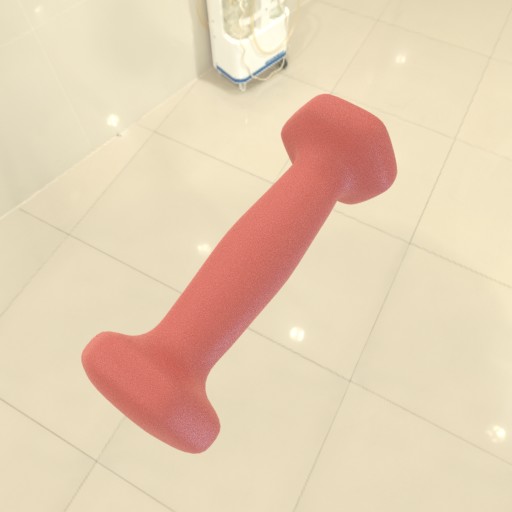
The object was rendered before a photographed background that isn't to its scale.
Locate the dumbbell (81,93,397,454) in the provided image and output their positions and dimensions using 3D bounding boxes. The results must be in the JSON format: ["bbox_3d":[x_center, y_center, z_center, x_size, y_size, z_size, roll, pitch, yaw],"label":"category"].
[{"bbox_3d":[0.000,0.000,0.146,0.047,0.043,0.123,32,68,15],"label":"dumbbell"}]
